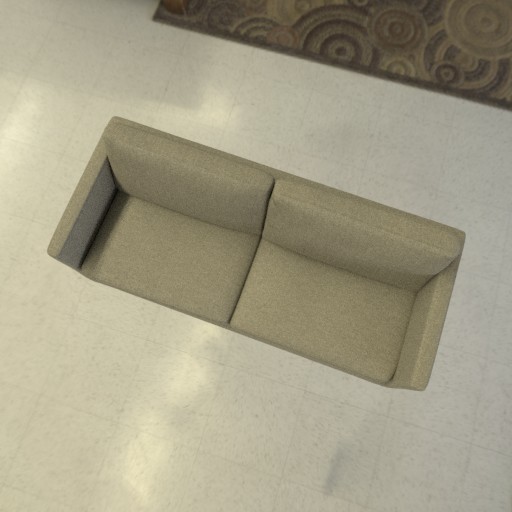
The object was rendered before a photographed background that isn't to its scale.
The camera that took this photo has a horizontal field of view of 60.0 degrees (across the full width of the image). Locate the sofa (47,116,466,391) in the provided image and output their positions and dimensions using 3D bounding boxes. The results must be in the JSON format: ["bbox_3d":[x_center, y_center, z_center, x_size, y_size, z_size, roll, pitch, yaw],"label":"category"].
[{"bbox_3d":[0.000,0.000,2.736,2.208,0.960,0.956,19,77,5],"label":"sofa"}]
